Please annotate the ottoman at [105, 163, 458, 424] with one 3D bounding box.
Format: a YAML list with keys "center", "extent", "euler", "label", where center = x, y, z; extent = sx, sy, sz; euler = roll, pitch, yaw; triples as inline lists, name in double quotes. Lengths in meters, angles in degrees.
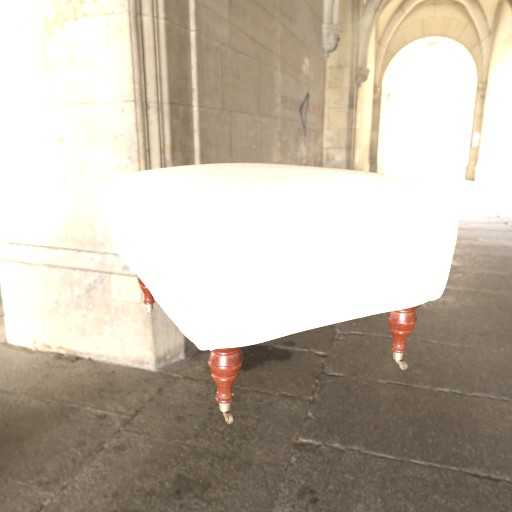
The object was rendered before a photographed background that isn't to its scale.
- center: [0.000, 0.000, 1.111]
  extent: [0.622, 0.450, 0.747]
  euler: [-7, 17, -26]
  label: "ottoman"
